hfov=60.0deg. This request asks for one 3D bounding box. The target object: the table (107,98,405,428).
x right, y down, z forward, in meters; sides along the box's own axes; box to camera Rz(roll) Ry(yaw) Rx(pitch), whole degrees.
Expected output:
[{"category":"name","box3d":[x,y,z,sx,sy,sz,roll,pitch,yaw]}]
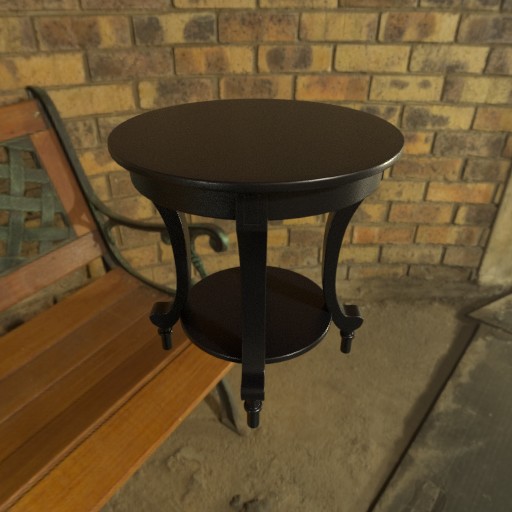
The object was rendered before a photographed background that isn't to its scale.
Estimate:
[{"category":"table","box3d":[0.000,0.000,1.082,0.597,0.618,0.597,0,31,0]}]
